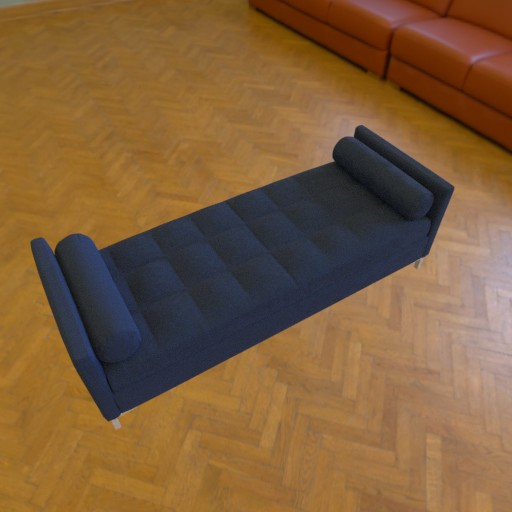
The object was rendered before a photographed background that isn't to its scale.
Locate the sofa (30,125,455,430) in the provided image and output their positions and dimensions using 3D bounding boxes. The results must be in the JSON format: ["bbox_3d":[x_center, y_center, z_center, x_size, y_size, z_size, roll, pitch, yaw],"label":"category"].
[{"bbox_3d":[0.000,0.000,2.493,2.102,0.657,0.797,-24,51,-21],"label":"sofa"}]
